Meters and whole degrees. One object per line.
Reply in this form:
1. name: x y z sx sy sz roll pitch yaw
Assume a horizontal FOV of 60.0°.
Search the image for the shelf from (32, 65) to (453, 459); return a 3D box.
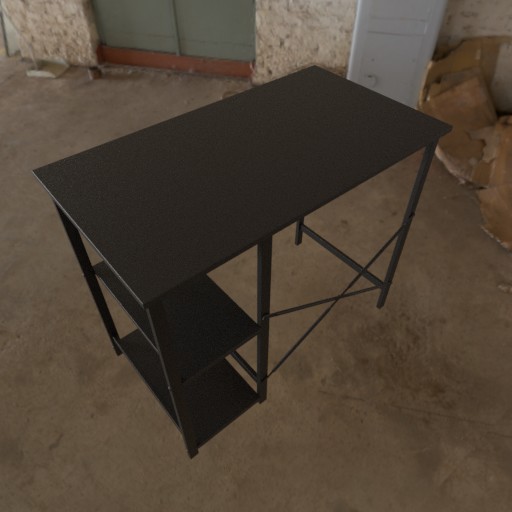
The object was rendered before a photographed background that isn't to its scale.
1. shelf: 0.000 0.000 1.333 0.902 0.749 0.498 -31 53 -27
